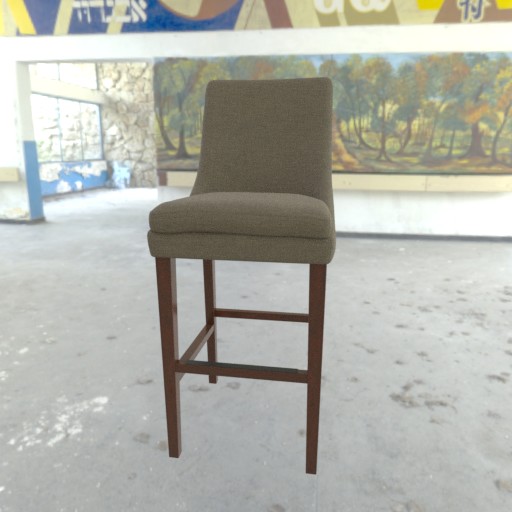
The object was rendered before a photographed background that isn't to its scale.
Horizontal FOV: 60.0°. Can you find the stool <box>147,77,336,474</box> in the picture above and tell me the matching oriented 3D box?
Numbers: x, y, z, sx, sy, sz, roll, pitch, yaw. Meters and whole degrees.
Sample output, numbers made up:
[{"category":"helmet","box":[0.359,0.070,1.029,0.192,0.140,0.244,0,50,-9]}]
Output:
[{"category":"stool","box":[0.000,0.000,1.348,0.470,1.078,0.577,2,14,9]}]
